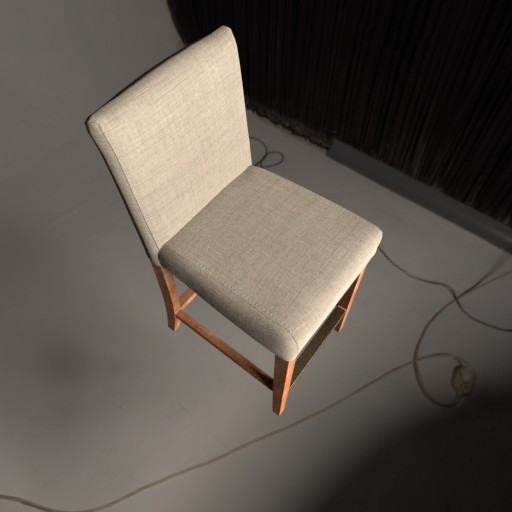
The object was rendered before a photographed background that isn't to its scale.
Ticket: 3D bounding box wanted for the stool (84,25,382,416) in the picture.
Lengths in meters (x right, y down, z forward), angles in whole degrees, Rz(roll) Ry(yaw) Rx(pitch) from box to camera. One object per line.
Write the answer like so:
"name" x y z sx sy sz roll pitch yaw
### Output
"stool" 0.000 0.000 1.307 0.567 1.039 0.454 33 63 19
